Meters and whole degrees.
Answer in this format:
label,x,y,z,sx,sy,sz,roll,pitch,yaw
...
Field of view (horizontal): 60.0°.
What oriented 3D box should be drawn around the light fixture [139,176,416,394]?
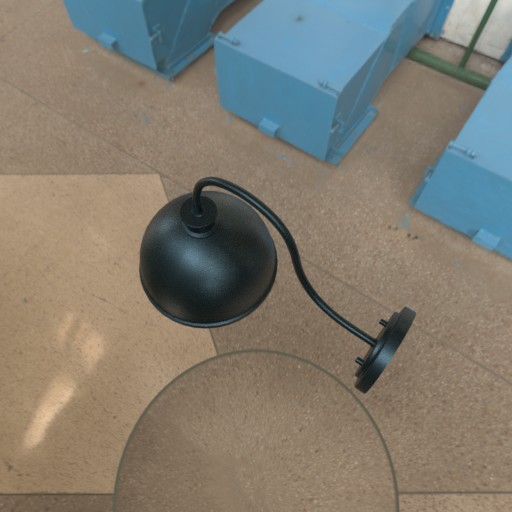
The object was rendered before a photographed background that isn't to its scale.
label,x,y,z,sx,sy,sz,roll,pitch,yaw
light fixture,0.000,0.000,0.660,0.467,0.295,0.253,33,67,16
